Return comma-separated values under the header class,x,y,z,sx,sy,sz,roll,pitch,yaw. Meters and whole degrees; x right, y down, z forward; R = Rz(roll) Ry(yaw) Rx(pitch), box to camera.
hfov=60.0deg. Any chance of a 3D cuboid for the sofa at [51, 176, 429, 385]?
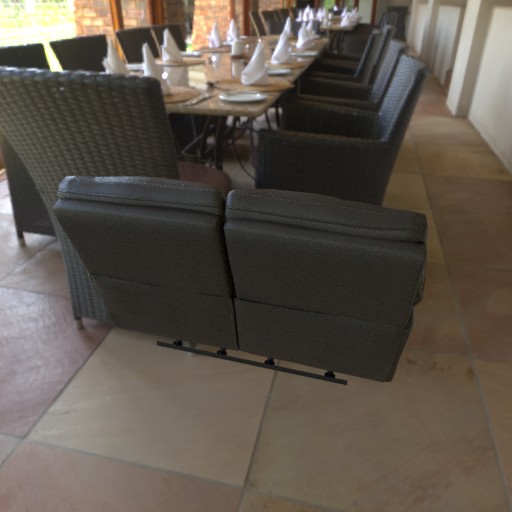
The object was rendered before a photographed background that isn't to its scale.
class,x,y,z,sx,sy,sz,roll,pitch,yaw
sofa,0.000,0.000,2.464,1.765,1.111,1.104,8,31,14
